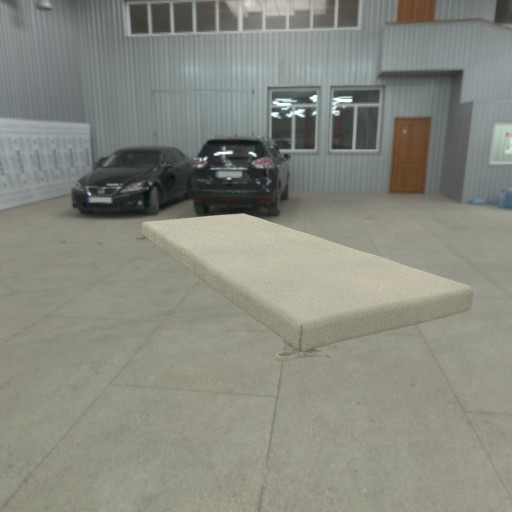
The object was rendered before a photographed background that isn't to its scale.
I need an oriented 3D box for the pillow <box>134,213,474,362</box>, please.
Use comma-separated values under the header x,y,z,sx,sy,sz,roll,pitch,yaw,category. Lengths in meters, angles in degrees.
x,y,z,sx,sy,sz,roll,pitch,yaw,category
0.000,0.000,1.349,0.492,0.081,1.187,-8,16,-27,pillow
